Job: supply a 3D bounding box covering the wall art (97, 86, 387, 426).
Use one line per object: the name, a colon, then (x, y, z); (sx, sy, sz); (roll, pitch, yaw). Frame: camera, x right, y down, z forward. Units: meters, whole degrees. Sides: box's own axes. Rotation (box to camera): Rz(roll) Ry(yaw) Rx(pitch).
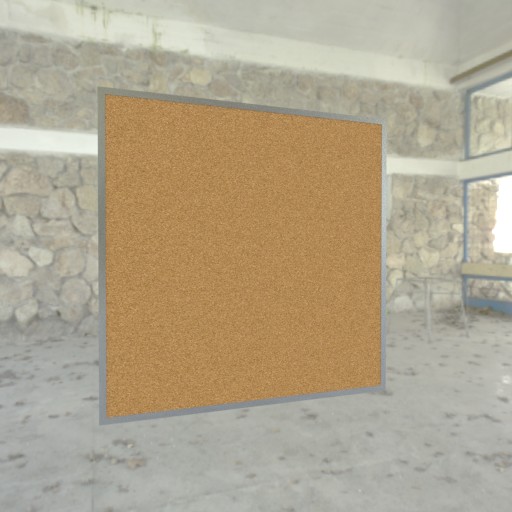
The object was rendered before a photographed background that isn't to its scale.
wall art: (0.000, 0.000, 1.204); (0.806, 0.806, 0.038); (0, 1, -19)
